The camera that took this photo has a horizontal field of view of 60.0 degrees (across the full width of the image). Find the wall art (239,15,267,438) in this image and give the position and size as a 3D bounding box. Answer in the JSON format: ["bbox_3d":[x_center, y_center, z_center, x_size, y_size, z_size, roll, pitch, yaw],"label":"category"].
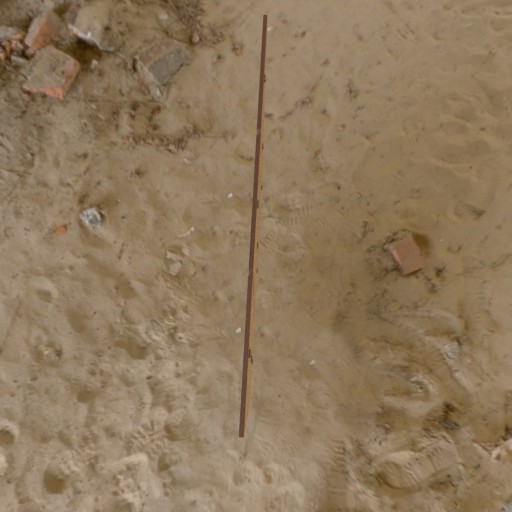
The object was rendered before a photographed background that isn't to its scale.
[{"bbox_3d":[0.000,0.000,1.802,0.019,1.218,1.221,3,75,1],"label":"wall art"}]
